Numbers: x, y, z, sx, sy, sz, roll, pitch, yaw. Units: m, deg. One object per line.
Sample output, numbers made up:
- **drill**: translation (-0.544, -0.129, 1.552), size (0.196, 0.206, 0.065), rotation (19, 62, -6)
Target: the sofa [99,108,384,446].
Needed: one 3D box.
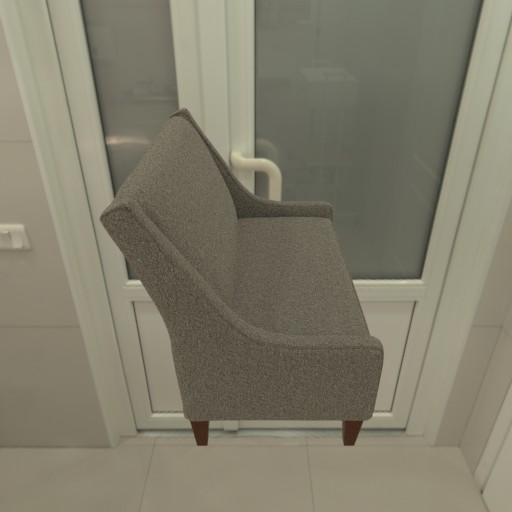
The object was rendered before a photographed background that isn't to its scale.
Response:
- **sofa**: translation (0.000, 0.000, 1.965), size (0.862, 1.026, 1.242), rotation (0, 31, 0)
